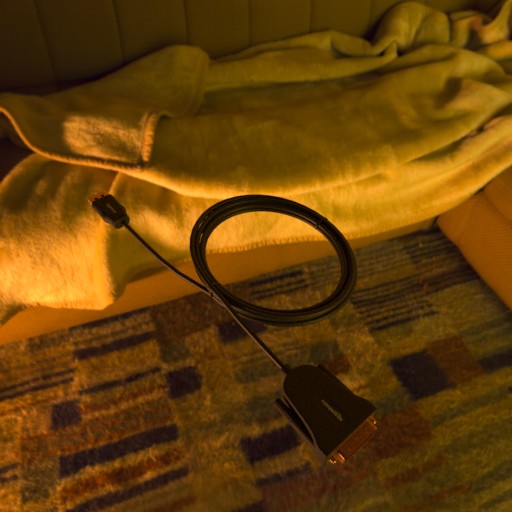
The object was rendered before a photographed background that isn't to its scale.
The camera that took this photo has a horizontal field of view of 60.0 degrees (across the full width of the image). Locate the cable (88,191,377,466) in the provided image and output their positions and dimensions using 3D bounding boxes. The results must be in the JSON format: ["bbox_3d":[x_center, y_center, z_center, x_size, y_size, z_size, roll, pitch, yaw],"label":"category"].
[{"bbox_3d":[0.000,0.000,0.328,0.136,0.015,0.281,-32,54,-26],"label":"cable"}]
